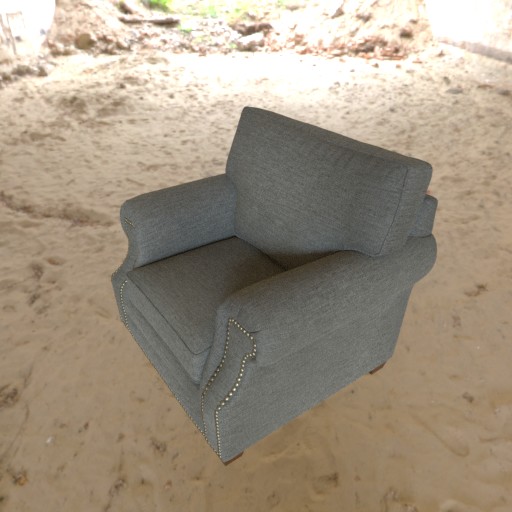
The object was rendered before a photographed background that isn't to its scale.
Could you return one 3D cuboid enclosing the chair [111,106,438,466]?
[{"bbox_3d":[0.000,0.000,1.809,0.965,0.961,1.092,-20,37,-30],"label":"chair"}]
